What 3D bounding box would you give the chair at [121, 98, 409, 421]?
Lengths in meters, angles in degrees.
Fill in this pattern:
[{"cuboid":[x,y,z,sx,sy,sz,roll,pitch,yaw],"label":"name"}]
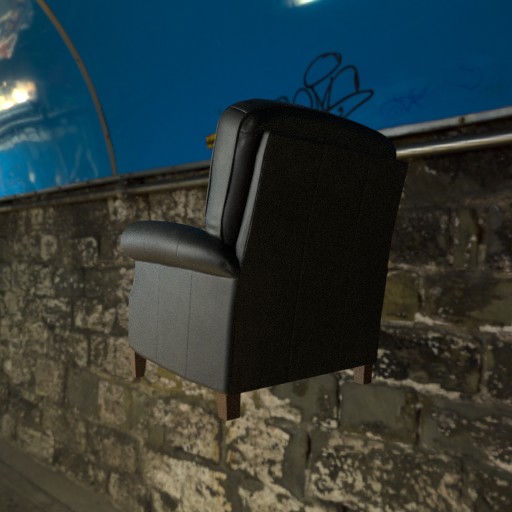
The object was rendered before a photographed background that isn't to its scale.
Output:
[{"cuboid":[0.000,0.000,1.813,0.936,1.018,0.986,0,-1,-38],"label":"chair"}]
